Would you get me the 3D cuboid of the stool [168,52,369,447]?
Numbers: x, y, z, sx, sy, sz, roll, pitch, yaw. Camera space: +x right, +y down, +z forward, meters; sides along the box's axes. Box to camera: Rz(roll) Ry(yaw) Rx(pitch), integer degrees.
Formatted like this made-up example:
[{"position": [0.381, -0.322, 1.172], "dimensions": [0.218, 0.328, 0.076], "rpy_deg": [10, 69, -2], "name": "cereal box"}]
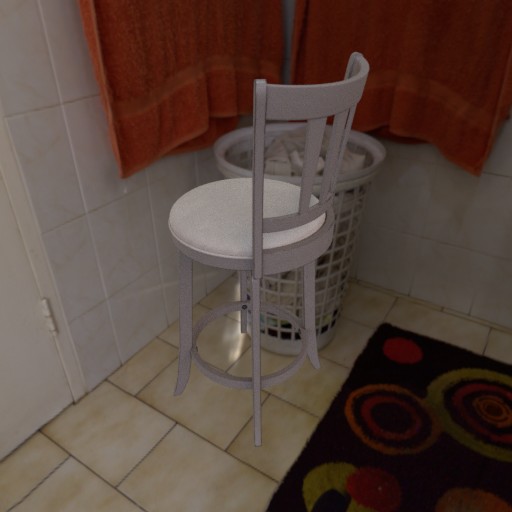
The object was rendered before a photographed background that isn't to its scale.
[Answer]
[{"position": [0.000, 0.000, 1.241], "dimensions": [0.475, 1.023, 0.436], "rpy_deg": [20, 37, 29], "name": "stool"}]
